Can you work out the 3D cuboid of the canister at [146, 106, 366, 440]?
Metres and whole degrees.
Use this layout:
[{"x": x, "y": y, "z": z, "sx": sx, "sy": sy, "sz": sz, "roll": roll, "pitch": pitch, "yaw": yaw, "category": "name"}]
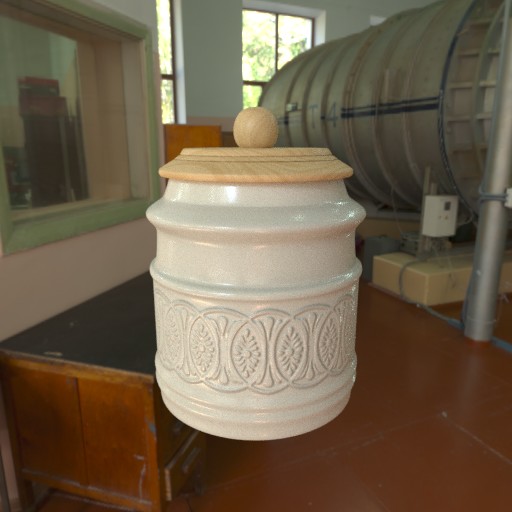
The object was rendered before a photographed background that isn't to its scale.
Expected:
[{"x": 0.000, "y": 0.000, "z": 0.276, "sx": 0.130, "sy": 0.176, "sz": 0.130, "roll": 0, "pitch": 14, "yaw": 0, "category": "canister"}]
